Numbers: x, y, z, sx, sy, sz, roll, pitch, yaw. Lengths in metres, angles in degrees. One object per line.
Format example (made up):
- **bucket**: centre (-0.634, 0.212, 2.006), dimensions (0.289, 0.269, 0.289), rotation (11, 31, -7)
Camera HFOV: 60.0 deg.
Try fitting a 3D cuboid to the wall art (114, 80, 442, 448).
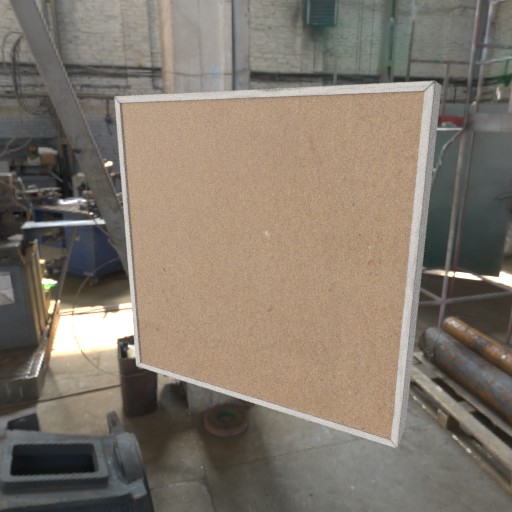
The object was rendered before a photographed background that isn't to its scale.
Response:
- **wall art**: centre (0.000, 0.000, 0.437), dimensions (0.305, 0.305, 0.038), rotation (8, 18, 27)
